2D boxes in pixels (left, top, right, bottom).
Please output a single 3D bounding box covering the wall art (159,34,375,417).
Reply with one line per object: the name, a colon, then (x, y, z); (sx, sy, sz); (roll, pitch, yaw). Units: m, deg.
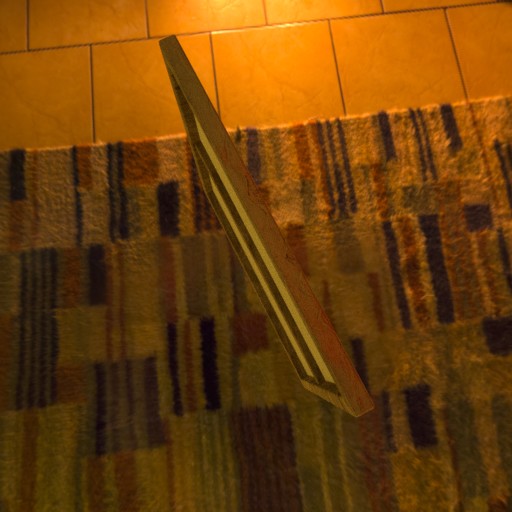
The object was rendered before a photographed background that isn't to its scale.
wall art: (0.000, 0.000, 1.115); (0.035, 0.747, 0.747); (-26, 78, -6)
